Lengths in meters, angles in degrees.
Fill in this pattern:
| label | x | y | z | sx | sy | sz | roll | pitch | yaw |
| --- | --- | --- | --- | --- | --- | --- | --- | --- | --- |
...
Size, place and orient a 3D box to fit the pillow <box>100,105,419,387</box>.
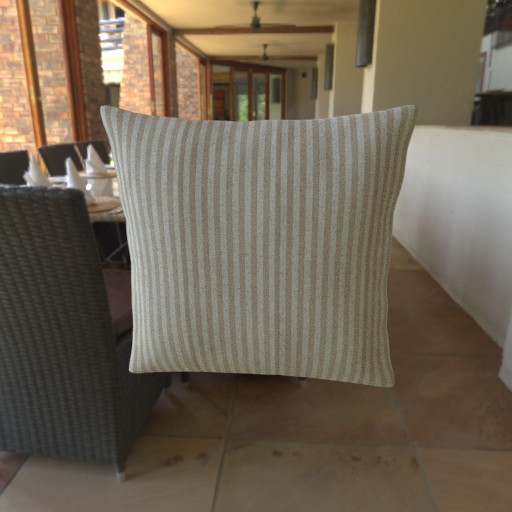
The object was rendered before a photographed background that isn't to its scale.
| label | x | y | z | sx | sy | sz | roll | pitch | yaw |
| --- | --- | --- | --- | --- | --- | --- | --- | --- | --- |
| pillow | 0.000 | 0.000 | 0.791 | 0.523 | 0.510 | 0.166 | 2 | 17 | 6 |
